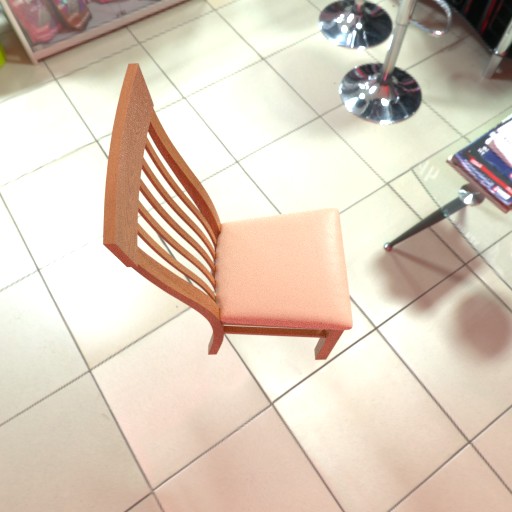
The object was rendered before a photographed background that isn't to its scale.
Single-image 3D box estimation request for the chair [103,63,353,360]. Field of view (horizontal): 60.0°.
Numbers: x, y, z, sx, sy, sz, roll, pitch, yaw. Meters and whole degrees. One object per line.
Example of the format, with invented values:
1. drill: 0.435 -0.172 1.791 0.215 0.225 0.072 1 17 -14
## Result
1. chair: 0.000 0.000 1.355 0.580 1.050 0.450 -1 64 -1
